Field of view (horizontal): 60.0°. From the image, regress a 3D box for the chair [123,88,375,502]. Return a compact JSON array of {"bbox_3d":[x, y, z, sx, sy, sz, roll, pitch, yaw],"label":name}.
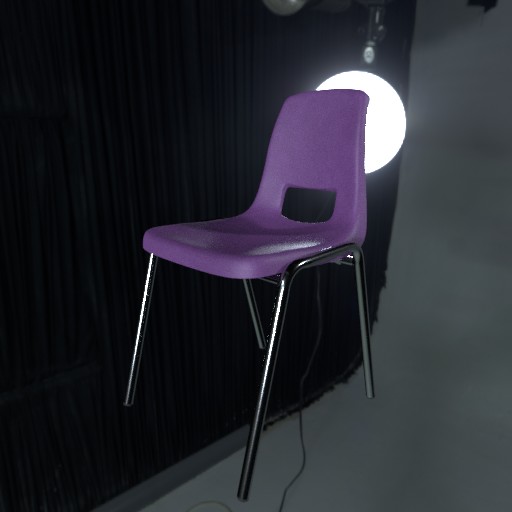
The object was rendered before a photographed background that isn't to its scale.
[{"bbox_3d":[0.000,0.000,0.881,0.432,0.654,0.381,-14,20,-43],"label":"chair"}]
